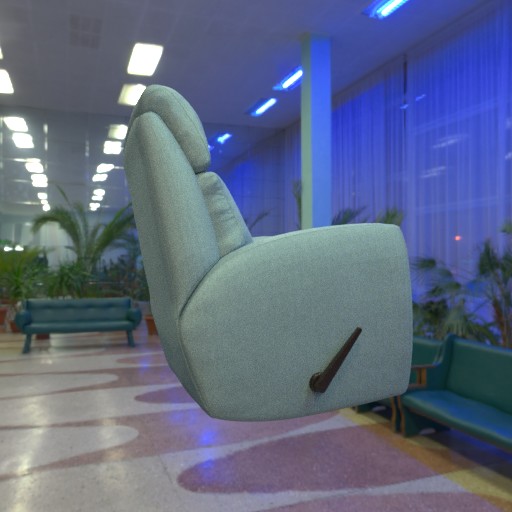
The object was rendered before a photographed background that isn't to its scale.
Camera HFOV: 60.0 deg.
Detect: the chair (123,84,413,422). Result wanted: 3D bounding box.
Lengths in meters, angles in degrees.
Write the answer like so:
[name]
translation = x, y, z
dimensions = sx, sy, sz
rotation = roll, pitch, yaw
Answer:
[chair]
translation = 0.000, 0.000, 1.662
dimensions = 0.940, 1.013, 0.812
rotation = 0, 0, -20
